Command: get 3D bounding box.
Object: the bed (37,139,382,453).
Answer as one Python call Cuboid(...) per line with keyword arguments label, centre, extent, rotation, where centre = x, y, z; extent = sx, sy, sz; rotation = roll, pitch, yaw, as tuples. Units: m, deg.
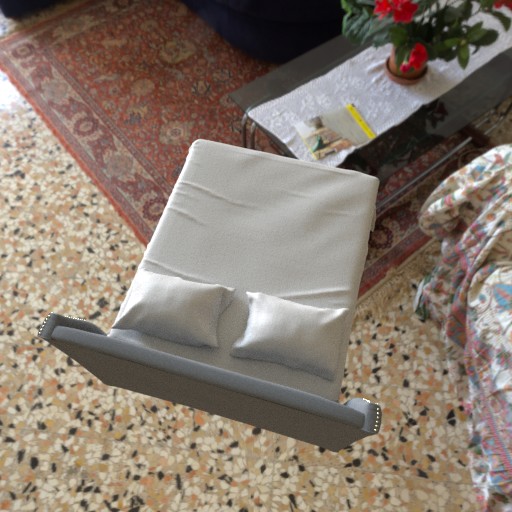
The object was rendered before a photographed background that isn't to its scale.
Cuboid(label="bed", centre=(0.000, 0.000, 3.396), extent=(1.925, 1.332, 2.276), rotation=(14, 63, 7))
